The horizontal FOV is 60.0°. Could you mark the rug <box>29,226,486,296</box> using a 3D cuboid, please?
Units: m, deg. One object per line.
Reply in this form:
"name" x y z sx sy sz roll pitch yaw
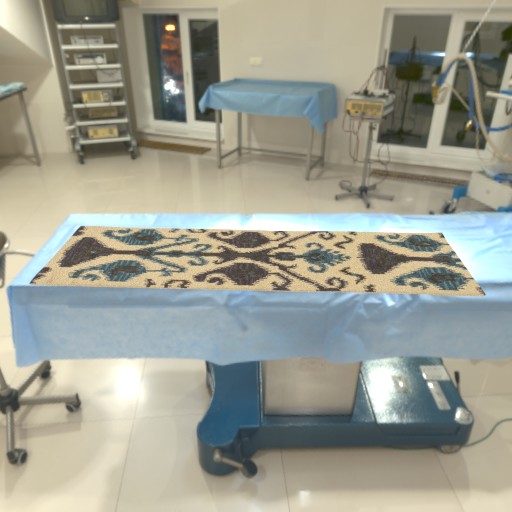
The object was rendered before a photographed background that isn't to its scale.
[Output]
"rug" 0.000 0.000 2.521 2.301 0.017 0.692 1 29 2
